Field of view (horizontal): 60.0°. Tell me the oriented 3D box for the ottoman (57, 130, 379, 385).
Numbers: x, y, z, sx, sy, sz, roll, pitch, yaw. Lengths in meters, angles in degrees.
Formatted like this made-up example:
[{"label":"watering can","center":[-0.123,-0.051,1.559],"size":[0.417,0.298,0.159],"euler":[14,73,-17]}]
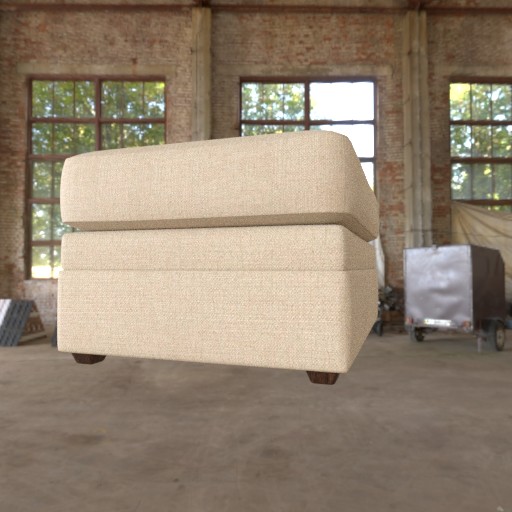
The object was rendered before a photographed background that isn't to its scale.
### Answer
[{"label":"ottoman","center":[0.000,0.000,1.243],"size":[0.637,0.478,0.885],"euler":[0,-1,19]}]
